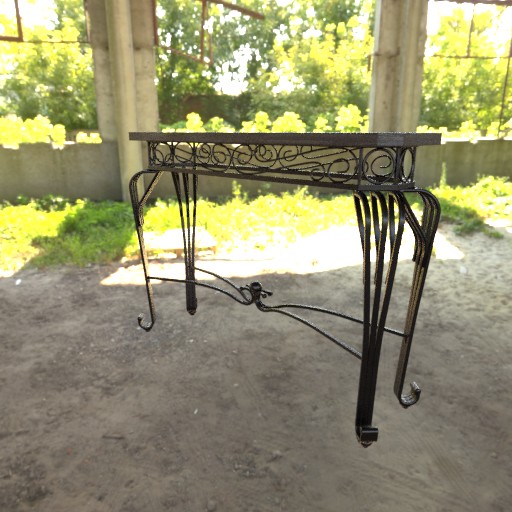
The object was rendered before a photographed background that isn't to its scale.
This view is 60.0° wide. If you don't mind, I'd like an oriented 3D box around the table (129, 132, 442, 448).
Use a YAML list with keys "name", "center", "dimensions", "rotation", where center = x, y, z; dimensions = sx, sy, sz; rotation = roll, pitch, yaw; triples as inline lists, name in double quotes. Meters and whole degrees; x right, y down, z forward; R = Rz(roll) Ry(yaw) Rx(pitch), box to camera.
- name: "table"
  center: [0.000, 0.000, 1.488]
  dimensions: [1.112, 0.800, 0.329]
  rotation: [14, 21, 41]
